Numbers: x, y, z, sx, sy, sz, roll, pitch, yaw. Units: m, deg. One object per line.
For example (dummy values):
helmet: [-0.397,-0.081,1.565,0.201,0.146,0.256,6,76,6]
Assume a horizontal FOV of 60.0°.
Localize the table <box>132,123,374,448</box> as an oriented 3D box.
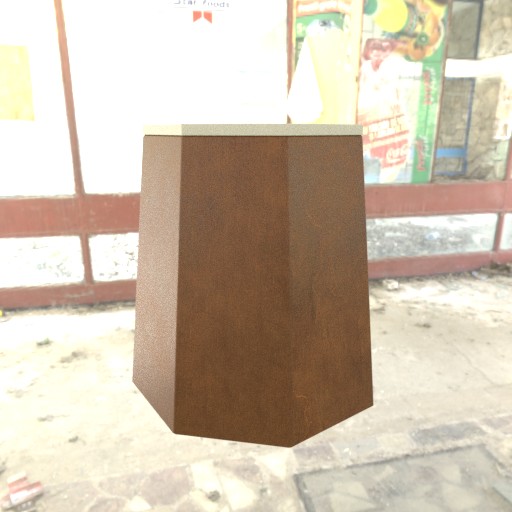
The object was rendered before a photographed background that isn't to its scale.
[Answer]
table: [0.000,0.000,0.806,0.439,0.457,0.439,2,16,8]
